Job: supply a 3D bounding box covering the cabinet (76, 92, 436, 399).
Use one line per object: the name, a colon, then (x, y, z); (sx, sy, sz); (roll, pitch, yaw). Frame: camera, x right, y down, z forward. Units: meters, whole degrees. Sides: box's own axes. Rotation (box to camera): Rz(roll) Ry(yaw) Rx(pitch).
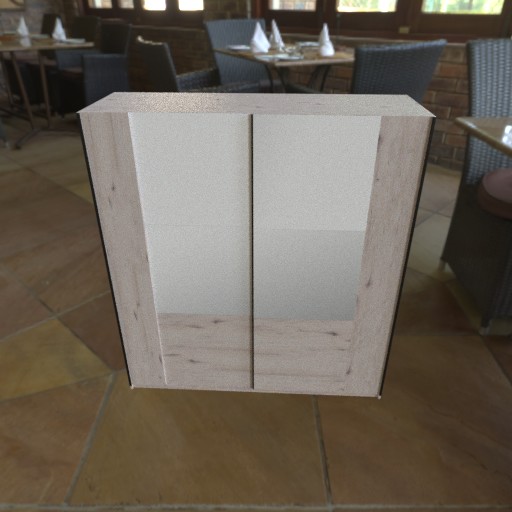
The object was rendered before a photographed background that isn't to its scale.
cabinet: (0.000, 0.000, 3.283); (2.000, 2.180, 0.660); (1, 30, 3)
